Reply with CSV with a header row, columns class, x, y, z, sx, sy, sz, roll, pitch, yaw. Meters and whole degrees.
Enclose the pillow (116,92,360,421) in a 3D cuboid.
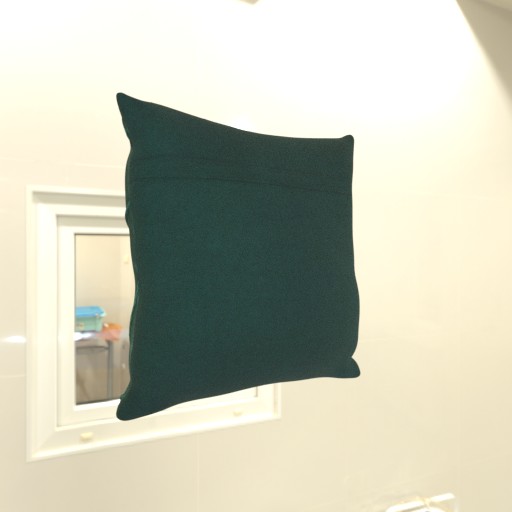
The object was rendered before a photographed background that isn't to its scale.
class,x,y,z,sx,sy,sz,roll,pitch,yaw
pillow,0.000,0.000,0.697,0.439,0.440,0.184,0,0,-33
